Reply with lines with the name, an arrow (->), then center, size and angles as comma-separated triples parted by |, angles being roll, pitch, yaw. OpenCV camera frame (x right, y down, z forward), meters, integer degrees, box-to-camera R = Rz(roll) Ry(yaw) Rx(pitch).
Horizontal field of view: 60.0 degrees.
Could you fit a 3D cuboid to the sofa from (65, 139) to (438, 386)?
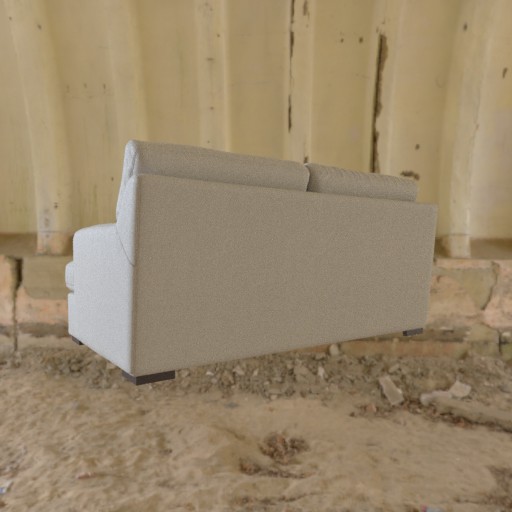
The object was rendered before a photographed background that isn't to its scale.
sofa -> 0.000, 0.000, 2.512 | 1.880, 0.940, 1.143 | -1, 1, -35
